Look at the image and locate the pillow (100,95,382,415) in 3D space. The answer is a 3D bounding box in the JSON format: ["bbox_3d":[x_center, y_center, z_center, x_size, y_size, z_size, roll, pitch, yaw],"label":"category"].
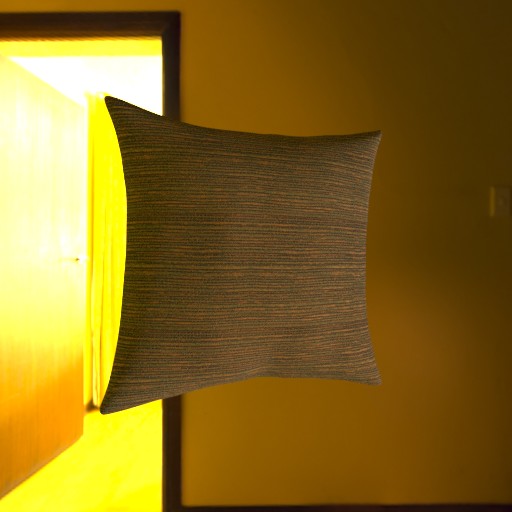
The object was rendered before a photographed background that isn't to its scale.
[{"bbox_3d":[0.000,0.000,0.773,0.514,0.497,0.150,0,0,-20],"label":"pillow"}]
